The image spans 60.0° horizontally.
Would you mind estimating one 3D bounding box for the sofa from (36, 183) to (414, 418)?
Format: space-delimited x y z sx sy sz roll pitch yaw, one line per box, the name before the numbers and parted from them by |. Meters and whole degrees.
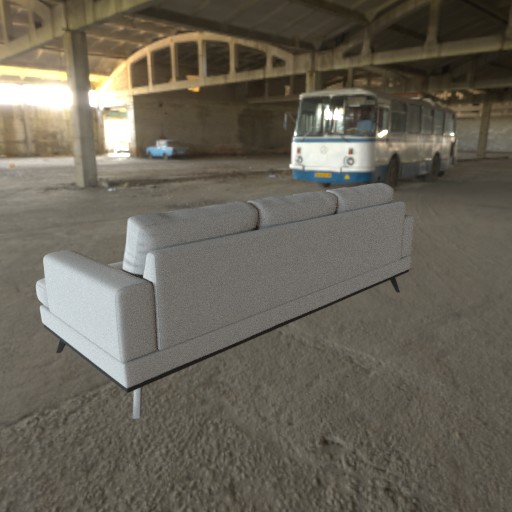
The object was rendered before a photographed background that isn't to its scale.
sofa | 0.000 0.000 2.736 2.310 0.810 0.920 -14 21 -43
